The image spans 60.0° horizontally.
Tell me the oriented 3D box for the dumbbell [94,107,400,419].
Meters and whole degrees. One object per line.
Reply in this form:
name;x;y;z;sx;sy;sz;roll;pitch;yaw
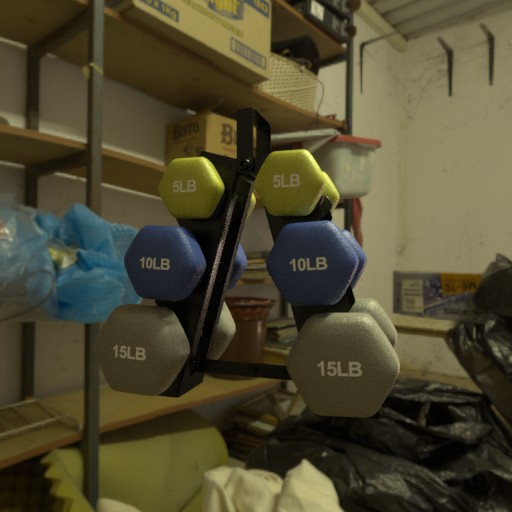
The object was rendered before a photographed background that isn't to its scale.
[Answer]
dumbbell;0.000;0.000;0.676;0.416;0.426;0.261;0;0;18
